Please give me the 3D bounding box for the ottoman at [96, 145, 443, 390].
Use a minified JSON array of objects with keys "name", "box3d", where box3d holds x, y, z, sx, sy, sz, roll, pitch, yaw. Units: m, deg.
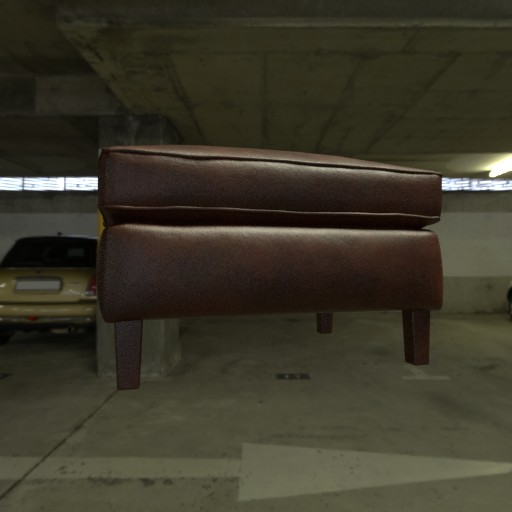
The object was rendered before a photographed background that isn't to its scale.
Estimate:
[{"name":"ottoman","box3d":[0.000,0.000,0.995,0.665,0.432,0.501,0,-1,-18]}]
